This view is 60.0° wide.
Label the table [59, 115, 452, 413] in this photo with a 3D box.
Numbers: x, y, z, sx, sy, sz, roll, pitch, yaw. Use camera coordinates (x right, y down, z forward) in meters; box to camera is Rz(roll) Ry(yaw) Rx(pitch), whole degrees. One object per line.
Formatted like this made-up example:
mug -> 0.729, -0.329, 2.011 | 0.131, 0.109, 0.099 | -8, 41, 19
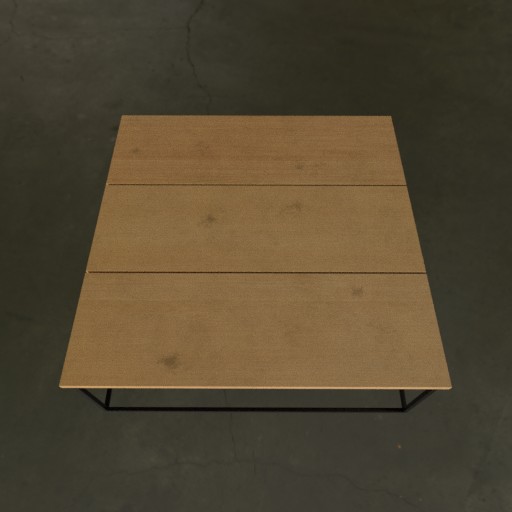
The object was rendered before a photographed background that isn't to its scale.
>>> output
table -> 0.000, 0.000, 1.696 | 1.100, 0.400, 1.100 | 0, 59, 0
